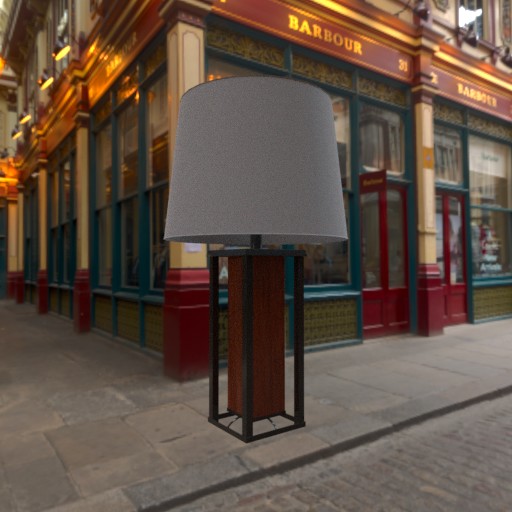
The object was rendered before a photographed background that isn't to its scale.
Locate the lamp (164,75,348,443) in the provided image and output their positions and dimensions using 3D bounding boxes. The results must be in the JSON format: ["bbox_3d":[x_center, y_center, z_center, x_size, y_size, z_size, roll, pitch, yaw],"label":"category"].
[{"bbox_3d":[0.000,0.000,0.785,0.320,0.591,0.320,0,-1,0],"label":"lamp"}]
